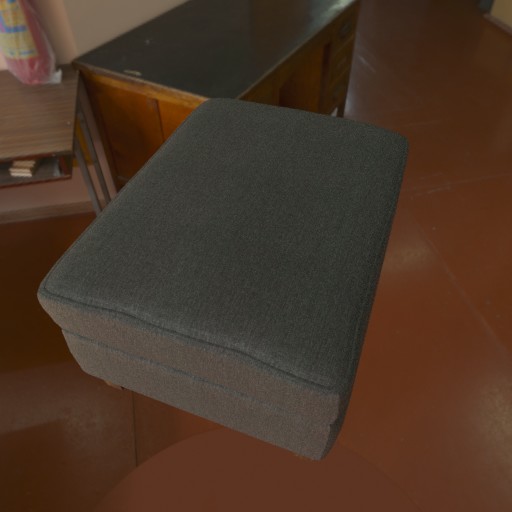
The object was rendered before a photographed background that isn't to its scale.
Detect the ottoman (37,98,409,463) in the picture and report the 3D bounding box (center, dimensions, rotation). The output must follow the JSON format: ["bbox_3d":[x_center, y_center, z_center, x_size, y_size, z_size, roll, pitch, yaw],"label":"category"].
[{"bbox_3d":[0.000,0.000,1.167,0.639,0.496,0.826,15,49,14],"label":"ottoman"}]
